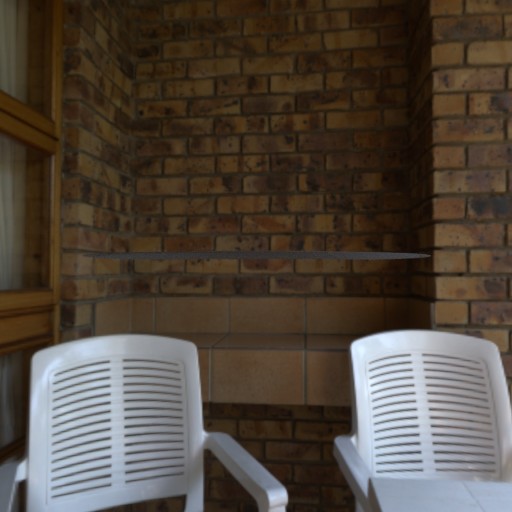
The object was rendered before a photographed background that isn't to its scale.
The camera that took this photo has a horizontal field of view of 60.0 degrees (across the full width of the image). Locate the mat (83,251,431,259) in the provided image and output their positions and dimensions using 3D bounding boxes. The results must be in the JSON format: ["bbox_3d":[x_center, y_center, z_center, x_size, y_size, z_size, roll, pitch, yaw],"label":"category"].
[{"bbox_3d":[0.000,0.000,1.849,1.524,0.013,0.913,0,-2,1],"label":"mat"}]
